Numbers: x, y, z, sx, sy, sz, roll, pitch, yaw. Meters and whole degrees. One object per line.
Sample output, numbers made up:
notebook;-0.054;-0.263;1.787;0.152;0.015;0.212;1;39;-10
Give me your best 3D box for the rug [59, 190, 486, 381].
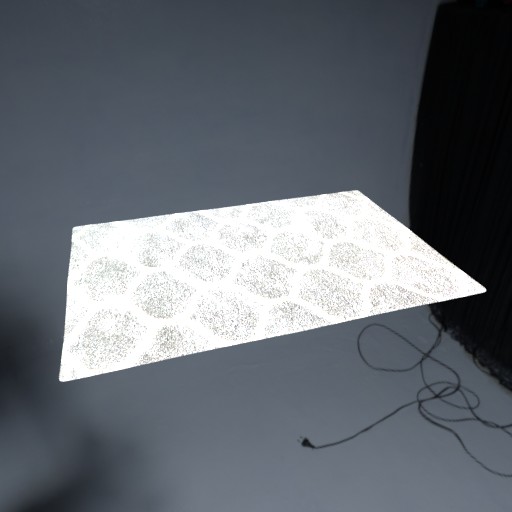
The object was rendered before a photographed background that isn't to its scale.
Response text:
rug;0.000;0.000;3.372;2.701;0.026;1.801;-9;32;-15
